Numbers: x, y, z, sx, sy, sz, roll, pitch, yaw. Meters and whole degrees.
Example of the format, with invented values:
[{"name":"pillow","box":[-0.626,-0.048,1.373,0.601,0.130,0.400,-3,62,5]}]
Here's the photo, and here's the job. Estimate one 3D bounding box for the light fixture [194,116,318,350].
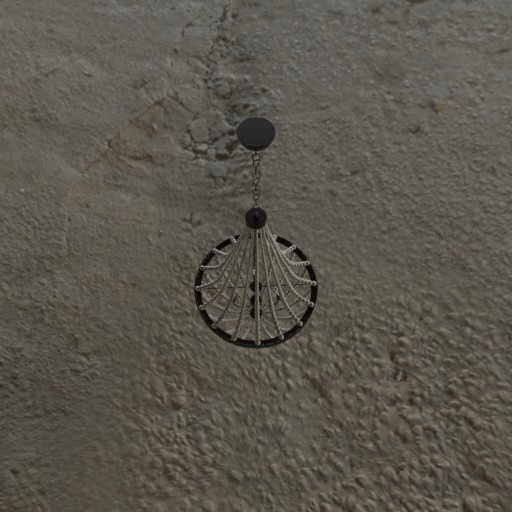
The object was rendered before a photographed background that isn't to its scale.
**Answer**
[{"name":"light fixture","box":[0.000,0.000,1.391,0.450,1.133,0.450,0,64,0]}]
